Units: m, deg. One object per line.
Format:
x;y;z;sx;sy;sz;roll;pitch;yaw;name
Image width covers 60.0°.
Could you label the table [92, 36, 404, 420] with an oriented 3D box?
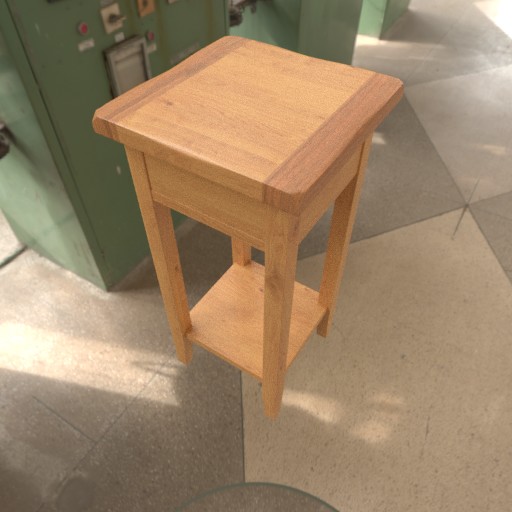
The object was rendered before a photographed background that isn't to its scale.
0.000;0.000;0.967;0.360;0.740;0.360;25;52;22;table
